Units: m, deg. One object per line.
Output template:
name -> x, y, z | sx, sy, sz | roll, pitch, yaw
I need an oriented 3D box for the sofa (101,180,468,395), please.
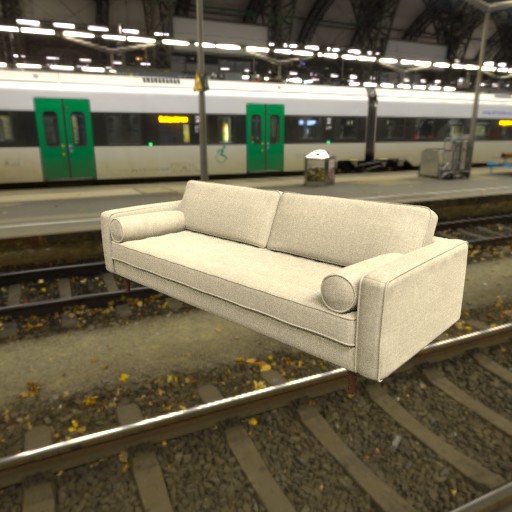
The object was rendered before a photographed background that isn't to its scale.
sofa -> 0.000, 0.000, 2.731 | 2.211, 0.762, 0.914 | 14, 21, 42
